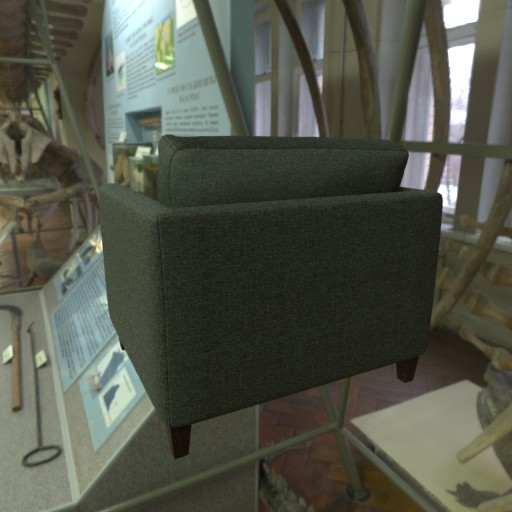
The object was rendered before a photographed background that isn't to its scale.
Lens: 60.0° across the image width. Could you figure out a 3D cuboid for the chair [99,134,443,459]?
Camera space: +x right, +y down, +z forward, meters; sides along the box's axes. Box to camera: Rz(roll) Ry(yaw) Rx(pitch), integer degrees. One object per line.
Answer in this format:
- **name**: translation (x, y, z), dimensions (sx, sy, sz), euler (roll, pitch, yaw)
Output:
- **chair**: translation (0.000, 0.000, 1.836), dimensions (1.107, 0.963, 0.959), euler (-8, 17, -26)
